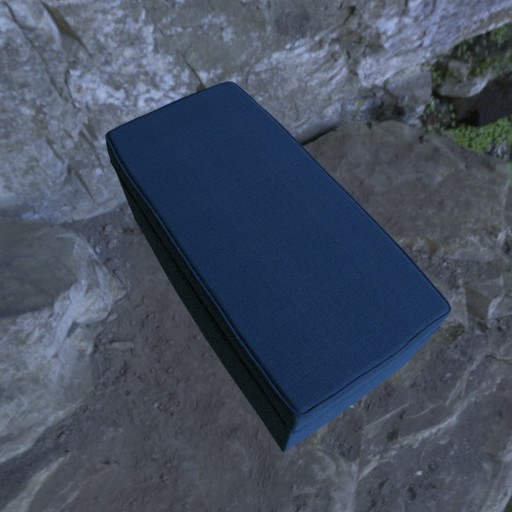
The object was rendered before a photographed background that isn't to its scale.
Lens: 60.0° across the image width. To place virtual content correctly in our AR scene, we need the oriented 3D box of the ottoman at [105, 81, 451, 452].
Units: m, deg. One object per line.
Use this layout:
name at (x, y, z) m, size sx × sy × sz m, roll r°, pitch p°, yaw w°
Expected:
ottoman at (0.000, 0.000, 1.281) m, size 0.474 × 0.474 × 0.943 m, roll -29°, pitch 63°, yaw -17°
